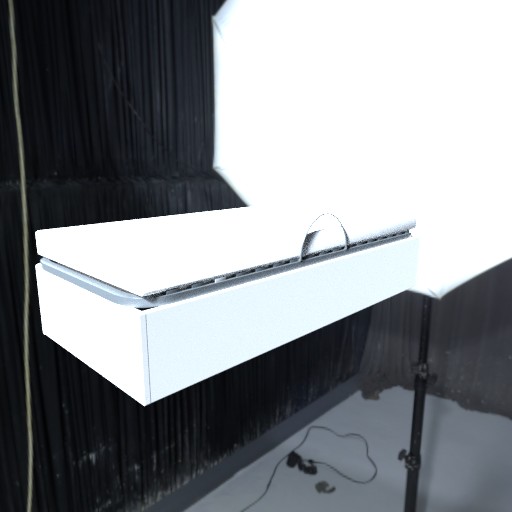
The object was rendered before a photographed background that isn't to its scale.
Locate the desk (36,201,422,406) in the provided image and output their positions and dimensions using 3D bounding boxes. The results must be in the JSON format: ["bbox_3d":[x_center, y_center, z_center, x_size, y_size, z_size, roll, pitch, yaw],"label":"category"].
[{"bbox_3d":[0.000,0.000,2.303,0.900,0.526,1.900,12,18,43],"label":"desk"}]
